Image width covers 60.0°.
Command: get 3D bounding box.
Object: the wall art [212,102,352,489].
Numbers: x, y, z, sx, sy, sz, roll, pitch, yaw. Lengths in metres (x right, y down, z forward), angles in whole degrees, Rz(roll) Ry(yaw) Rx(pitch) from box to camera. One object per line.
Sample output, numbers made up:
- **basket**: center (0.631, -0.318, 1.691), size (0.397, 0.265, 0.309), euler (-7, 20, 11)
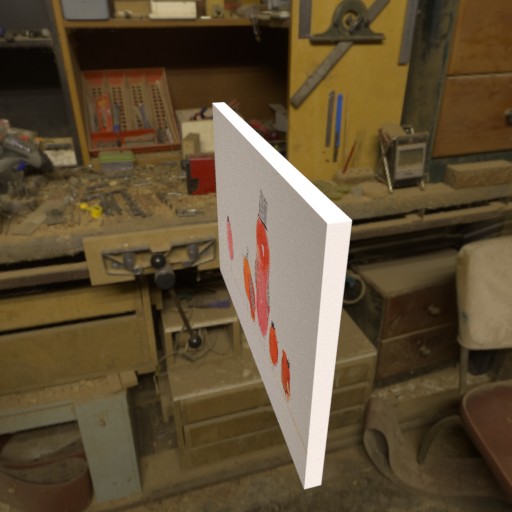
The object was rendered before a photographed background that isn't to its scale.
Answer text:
- **wall art**: center (0.000, 0.000, 1.159), size (0.038, 0.609, 0.914), euler (-8, 30, -13)
